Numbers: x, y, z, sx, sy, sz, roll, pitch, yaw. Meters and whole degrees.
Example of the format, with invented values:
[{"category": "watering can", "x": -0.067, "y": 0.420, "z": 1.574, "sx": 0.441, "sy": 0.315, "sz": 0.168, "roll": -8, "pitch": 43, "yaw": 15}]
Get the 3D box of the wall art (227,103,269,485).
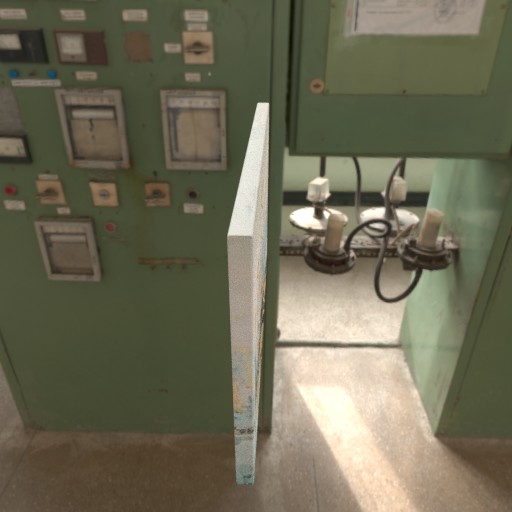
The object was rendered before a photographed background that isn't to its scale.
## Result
[{"category": "wall art", "x": 0.000, "y": 0.000, "z": 1.193, "sx": 0.038, "sy": 0.609, "sz": 0.913, "roll": 2, "pitch": 31, "yaw": 3}]
